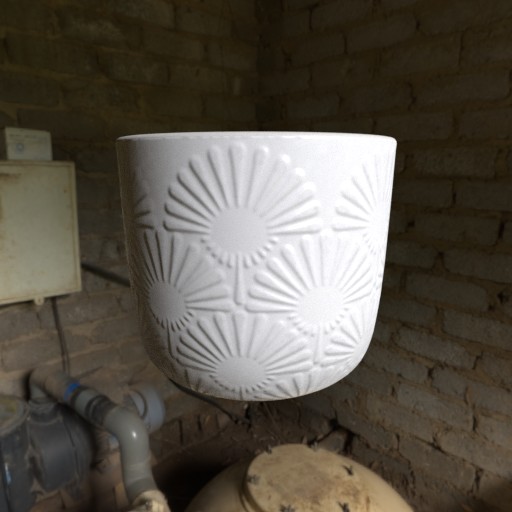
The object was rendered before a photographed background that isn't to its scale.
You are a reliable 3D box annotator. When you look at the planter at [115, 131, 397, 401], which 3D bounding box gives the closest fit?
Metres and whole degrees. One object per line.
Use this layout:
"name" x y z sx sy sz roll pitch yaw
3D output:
"planter" 0.000 0.000 0.215 0.124 0.109 0.124 0 12 0
